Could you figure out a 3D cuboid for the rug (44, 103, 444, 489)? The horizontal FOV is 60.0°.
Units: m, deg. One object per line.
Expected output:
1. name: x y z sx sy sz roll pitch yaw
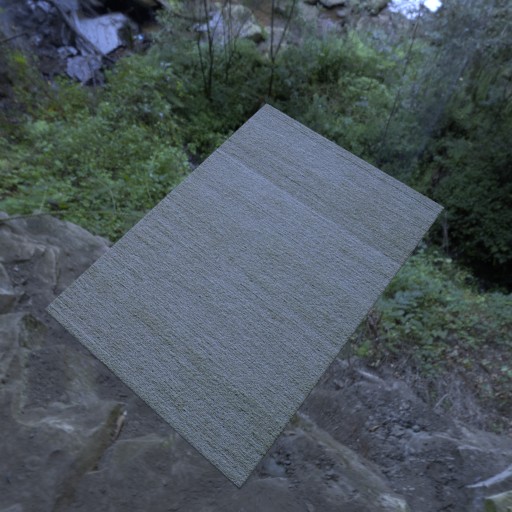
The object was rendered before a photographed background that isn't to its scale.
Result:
1. rug: 0.000 0.000 5.142 2.782 0.025 3.935 36 68 16
